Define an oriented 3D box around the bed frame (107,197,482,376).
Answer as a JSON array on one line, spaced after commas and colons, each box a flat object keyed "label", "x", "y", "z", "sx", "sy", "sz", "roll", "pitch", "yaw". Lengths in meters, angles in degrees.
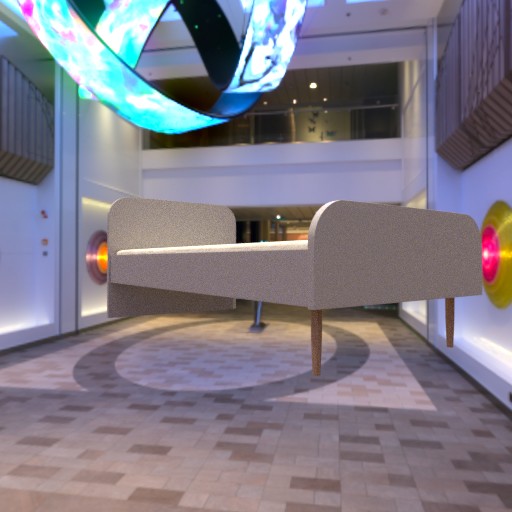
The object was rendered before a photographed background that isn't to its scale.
[{"label": "bed frame", "x": 0.000, "y": 0.000, "z": 2.421, "sx": 0.998, "sy": 0.805, "sz": 1.963, "roll": 0, "pitch": -1, "yaw": -36}]
